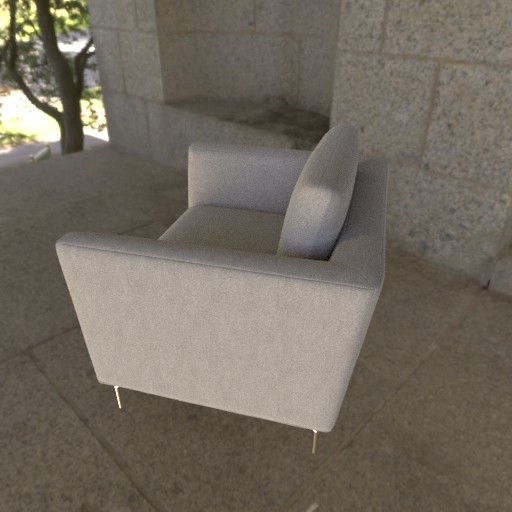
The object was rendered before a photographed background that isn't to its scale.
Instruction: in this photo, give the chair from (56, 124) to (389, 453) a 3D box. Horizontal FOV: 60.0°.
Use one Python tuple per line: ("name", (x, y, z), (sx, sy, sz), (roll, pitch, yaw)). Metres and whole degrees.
("chair", (0.000, 0.000, 1.666), (0.889, 0.864, 1.041), (8, 31, 13))
